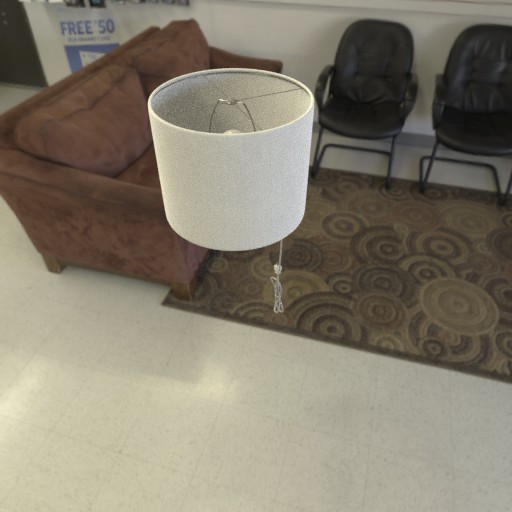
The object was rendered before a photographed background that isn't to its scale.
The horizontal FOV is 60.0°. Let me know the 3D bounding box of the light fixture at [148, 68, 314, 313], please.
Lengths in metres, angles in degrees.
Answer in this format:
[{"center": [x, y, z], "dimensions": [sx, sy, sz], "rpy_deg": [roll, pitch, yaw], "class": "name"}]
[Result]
[{"center": [0.000, 0.000, 1.037], "dimensions": [0.253, 0.842, 0.479], "rpy_deg": [13, 43, 14], "class": "light fixture"}]
